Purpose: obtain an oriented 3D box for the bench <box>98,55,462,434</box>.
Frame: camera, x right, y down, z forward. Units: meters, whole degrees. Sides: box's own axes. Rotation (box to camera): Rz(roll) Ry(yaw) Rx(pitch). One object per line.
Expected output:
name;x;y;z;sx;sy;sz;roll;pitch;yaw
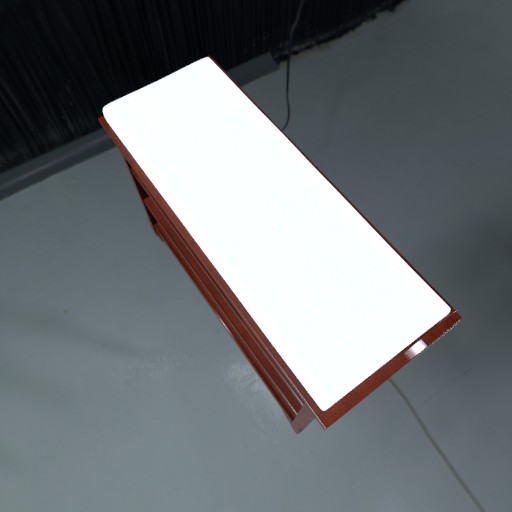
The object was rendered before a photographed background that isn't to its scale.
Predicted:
bench;0.000;0.000;1.325;0.369;0.646;0.987;-33;68;-15
